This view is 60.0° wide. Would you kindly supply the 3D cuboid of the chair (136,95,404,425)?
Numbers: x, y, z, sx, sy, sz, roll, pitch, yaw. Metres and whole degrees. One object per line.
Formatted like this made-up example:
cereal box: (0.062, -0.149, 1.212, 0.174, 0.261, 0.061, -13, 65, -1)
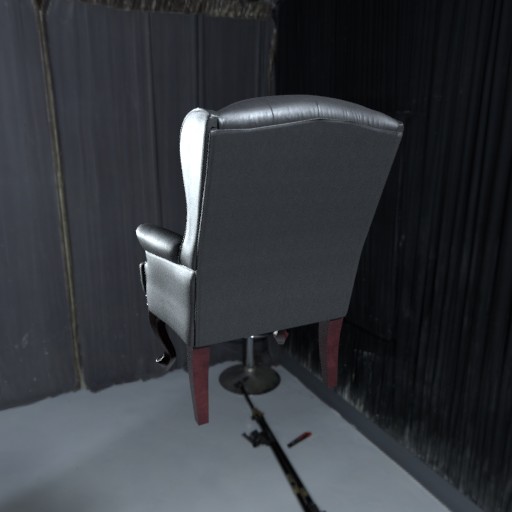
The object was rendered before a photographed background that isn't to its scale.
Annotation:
chair: (0.000, 0.000, 1.734, 0.831, 1.133, 0.822, -7, 16, -26)
